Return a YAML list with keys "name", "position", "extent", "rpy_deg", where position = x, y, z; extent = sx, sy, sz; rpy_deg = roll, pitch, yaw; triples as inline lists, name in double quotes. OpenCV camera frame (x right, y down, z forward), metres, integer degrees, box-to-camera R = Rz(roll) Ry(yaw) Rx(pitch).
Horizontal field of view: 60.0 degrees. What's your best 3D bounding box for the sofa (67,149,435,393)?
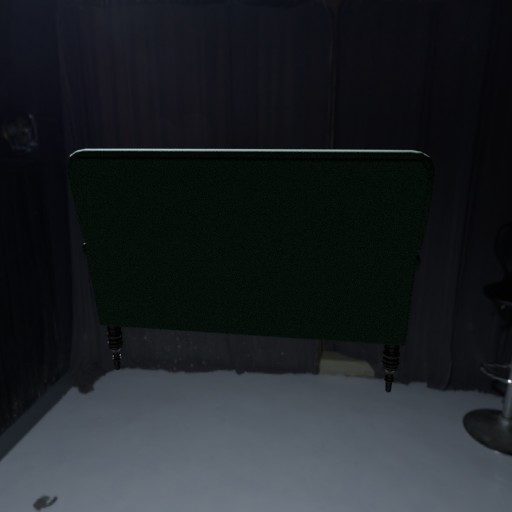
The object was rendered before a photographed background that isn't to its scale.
- name: "sofa"
  position: [0.000, 0.000, 1.861]
  extent: [1.297, 0.889, 0.779]
  rpy_deg: [2, 15, 9]
